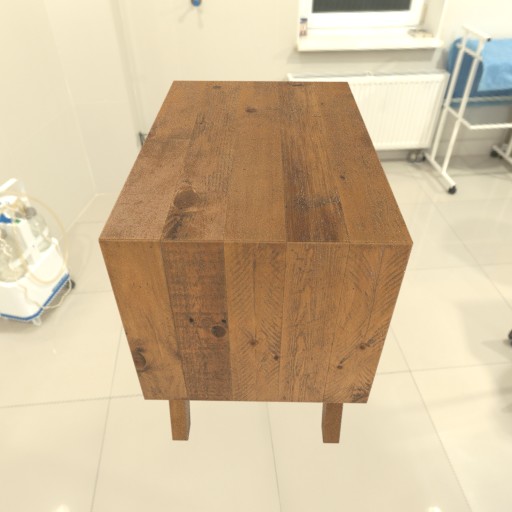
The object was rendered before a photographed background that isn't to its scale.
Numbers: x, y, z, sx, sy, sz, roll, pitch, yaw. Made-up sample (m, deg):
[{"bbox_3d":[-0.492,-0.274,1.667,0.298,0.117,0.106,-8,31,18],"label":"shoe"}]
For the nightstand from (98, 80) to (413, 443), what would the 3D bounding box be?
[{"bbox_3d":[0.000,0.000,1.053,0.450,0.599,0.650,1,40,1],"label":"nightstand"}]
